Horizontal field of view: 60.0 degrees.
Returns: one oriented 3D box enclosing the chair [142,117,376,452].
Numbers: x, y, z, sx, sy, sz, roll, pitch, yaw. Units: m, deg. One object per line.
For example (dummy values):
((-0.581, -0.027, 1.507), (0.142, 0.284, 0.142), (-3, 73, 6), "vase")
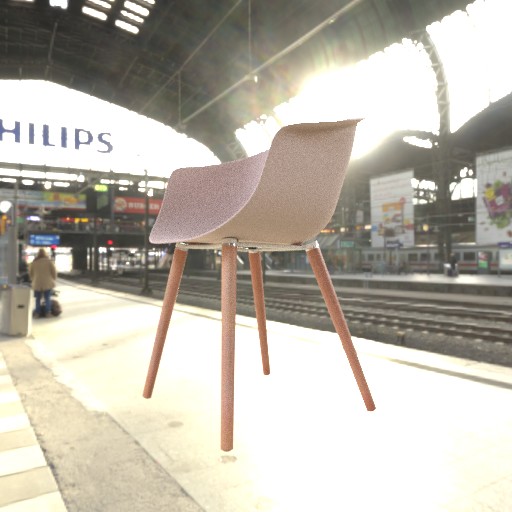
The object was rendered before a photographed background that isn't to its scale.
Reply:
((0.000, 0.000, 1.176), (0.504, 0.781, 0.593), (0, -1, -35), "chair")
